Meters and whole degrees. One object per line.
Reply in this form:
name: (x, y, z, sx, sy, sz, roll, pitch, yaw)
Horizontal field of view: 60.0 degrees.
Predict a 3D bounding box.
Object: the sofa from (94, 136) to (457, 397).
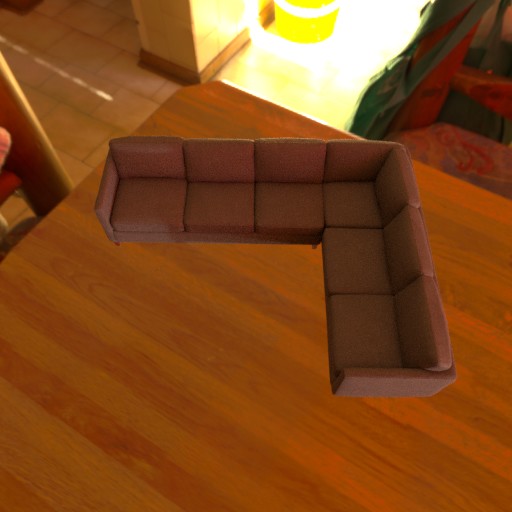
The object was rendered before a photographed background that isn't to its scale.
sofa: (0.000, 0.000, 4.408, 3.302, 0.947, 2.593, 1, 60, 1)
